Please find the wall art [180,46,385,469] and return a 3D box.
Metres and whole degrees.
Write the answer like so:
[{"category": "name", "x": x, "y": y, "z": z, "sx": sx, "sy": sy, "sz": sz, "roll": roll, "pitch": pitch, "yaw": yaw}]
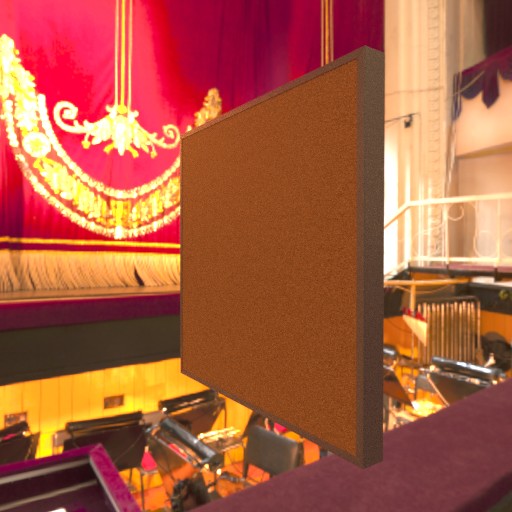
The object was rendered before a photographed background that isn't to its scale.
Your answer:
[{"category": "wall art", "x": 0.000, "y": 0.000, "z": 0.515, "sx": 0.028, "sy": 0.349, "sz": 0.349, "roll": -1, "pitch": 1, "yaw": -35}]
